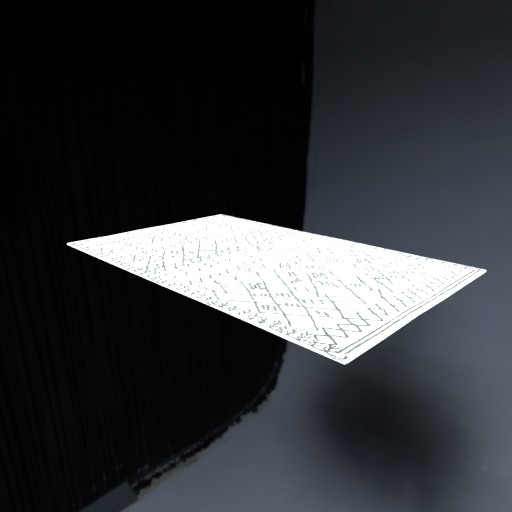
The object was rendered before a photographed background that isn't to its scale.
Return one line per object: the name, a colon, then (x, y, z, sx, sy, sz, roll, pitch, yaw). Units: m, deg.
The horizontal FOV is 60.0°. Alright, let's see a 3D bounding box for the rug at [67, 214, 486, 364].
rug: (0.000, 0.000, 3.000, 2.444, 0.012, 1.530, 16, 23, 42)
